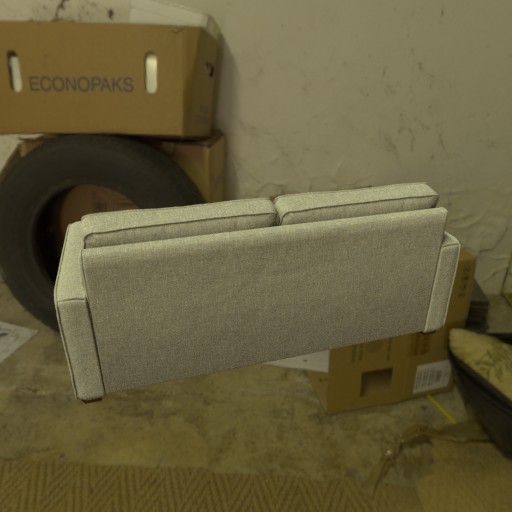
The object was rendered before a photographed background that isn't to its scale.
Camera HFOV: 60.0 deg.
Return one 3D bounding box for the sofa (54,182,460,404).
[{"bbox_3d":[0.000,0.000,2.574,2.078,0.918,0.945,-8,27,-15],"label":"sofa"}]
